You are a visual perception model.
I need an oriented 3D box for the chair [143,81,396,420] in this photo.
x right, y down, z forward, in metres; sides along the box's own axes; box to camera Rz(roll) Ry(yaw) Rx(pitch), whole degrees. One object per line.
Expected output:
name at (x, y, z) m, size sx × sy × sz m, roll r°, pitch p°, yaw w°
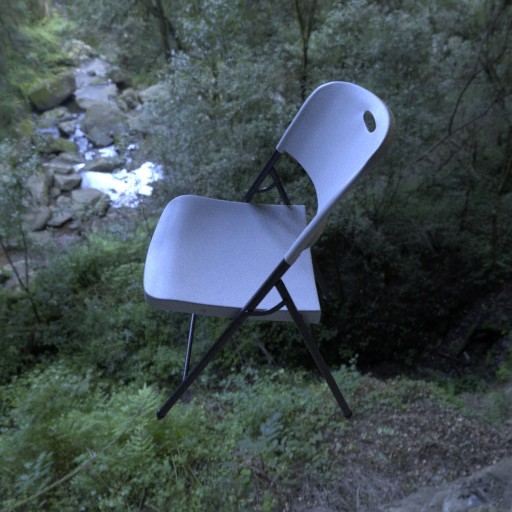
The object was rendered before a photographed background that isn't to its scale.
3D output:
chair at (0.000, 0.000, 1.178) m, size 0.566 × 0.810 × 0.494 m, roll 0°, pitch 41°, yaw 0°
